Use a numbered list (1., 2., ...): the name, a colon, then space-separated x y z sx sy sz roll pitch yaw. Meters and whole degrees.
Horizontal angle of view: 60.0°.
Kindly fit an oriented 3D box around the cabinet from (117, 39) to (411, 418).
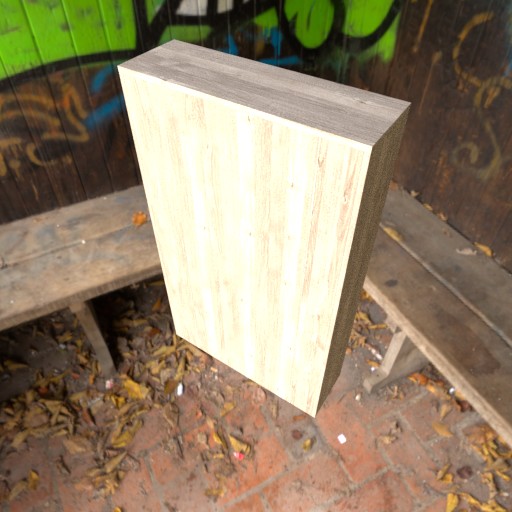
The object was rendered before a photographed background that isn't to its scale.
1. cabinet: 0.000 0.000 1.601 0.750 1.280 0.250 25 51 23
